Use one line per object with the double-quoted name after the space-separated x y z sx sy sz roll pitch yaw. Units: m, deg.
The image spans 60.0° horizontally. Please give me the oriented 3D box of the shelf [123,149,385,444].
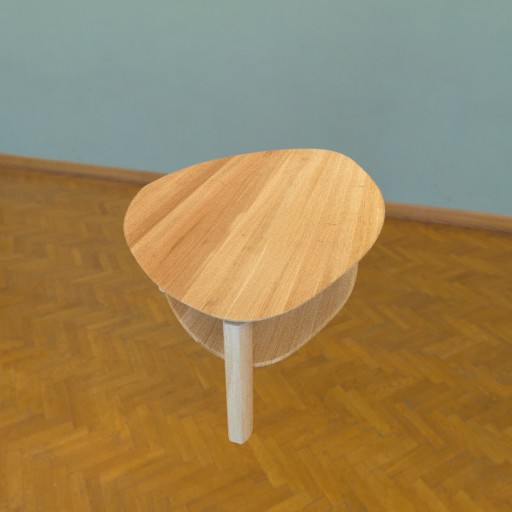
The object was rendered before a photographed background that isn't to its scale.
0.000 0.000 1.610 0.845 0.440 1.246 9 32 14 "shelf"
